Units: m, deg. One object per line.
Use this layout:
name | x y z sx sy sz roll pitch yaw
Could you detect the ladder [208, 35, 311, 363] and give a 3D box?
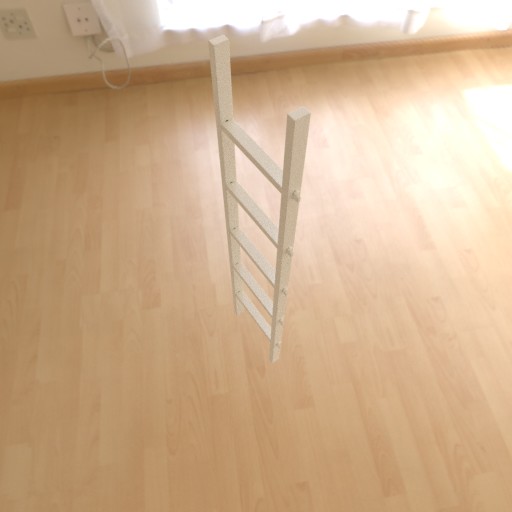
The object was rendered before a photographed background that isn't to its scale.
ladder | 0.000 0.000 1.926 0.051 1.797 0.452 -30 63 -18
